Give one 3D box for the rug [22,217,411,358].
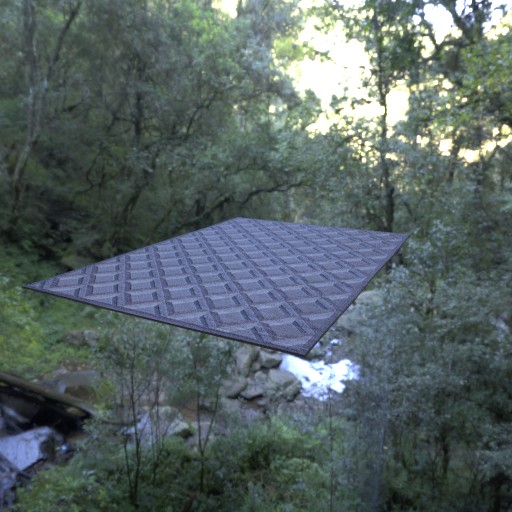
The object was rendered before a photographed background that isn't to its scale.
[{"bbox_3d":[0.000,0.000,2.924,1.600,0.013,2.260,8,17,27],"label":"rug"}]
